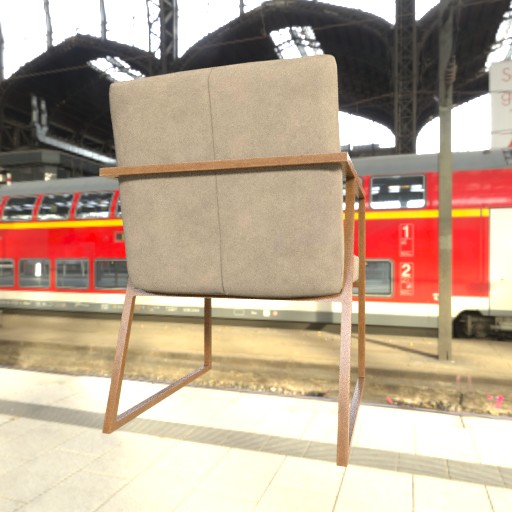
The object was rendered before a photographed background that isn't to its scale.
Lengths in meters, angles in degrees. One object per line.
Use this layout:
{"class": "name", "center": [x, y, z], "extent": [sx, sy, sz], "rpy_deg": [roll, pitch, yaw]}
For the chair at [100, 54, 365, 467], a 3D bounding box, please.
{"class": "chair", "center": [0.000, 0.000, 1.271], "extent": [0.578, 0.843, 0.682], "rpy_deg": [0, 0, 17]}
